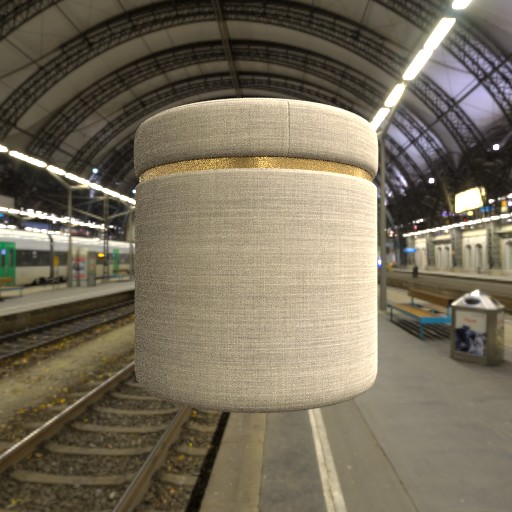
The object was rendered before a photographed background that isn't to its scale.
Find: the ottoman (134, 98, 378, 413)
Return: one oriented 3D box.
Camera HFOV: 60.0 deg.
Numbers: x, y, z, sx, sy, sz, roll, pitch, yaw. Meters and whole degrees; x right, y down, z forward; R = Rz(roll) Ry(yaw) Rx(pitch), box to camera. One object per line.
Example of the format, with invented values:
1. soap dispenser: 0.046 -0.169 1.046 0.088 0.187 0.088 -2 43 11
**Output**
1. ottoman: 0.000 0.000 0.751 0.400 0.406 0.400 0 -1 0
